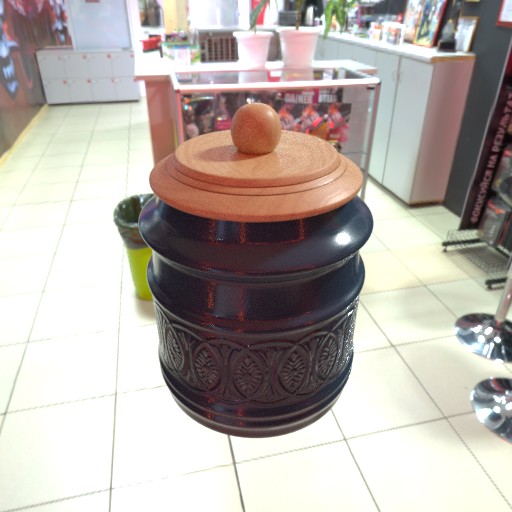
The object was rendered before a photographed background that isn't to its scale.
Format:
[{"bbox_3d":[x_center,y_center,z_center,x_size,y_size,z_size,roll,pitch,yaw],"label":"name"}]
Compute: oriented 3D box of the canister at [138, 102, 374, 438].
[{"bbox_3d":[0.000,0.000,0.265,0.130,0.176,0.130,0,31,0],"label":"canister"}]
